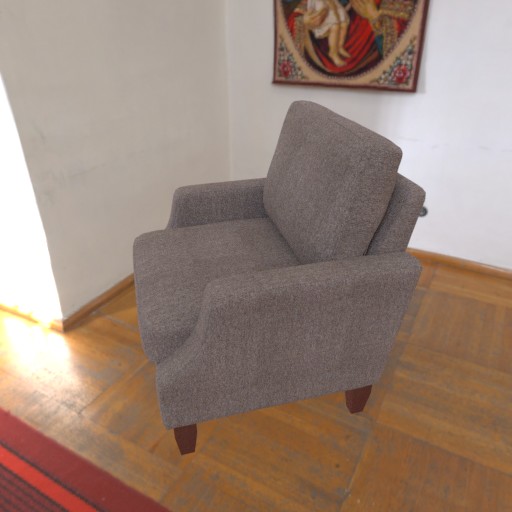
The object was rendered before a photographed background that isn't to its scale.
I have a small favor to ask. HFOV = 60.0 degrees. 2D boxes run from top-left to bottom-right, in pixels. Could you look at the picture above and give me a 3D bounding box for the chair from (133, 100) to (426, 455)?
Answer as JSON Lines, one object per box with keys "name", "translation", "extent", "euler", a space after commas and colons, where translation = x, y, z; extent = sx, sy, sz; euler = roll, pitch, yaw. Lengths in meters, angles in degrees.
{"name": "chair", "translation": [0.000, 0.000, 1.654], "extent": [0.897, 0.993, 0.855], "euler": [-8, 31, -14]}
